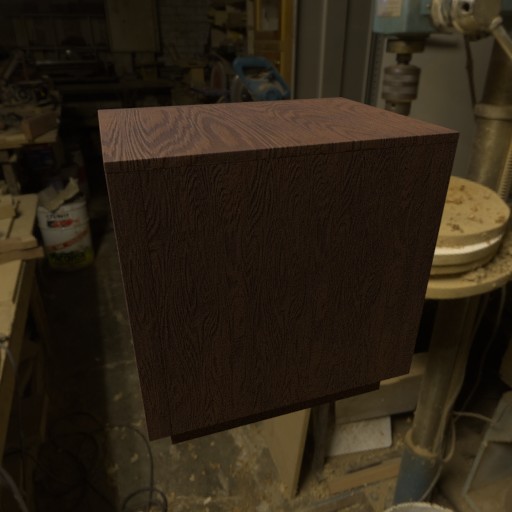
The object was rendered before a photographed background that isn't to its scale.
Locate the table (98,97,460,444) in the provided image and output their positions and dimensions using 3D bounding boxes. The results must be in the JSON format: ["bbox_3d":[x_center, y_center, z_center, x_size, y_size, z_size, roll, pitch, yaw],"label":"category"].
[{"bbox_3d":[0.000,0.000,0.968,0.560,0.585,0.439,-9,29,-16],"label":"table"}]
